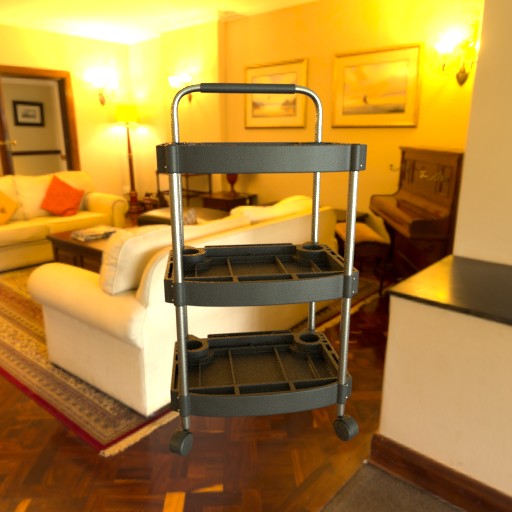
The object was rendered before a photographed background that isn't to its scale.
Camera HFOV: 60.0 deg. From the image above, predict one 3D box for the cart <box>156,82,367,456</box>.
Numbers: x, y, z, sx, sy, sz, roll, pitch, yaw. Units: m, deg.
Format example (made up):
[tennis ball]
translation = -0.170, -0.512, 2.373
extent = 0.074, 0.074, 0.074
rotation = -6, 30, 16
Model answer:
[cart]
translation = 0.000, 0.000, 1.419
extent = 0.584, 1.075, 0.518
rotation = -2, 16, -7
